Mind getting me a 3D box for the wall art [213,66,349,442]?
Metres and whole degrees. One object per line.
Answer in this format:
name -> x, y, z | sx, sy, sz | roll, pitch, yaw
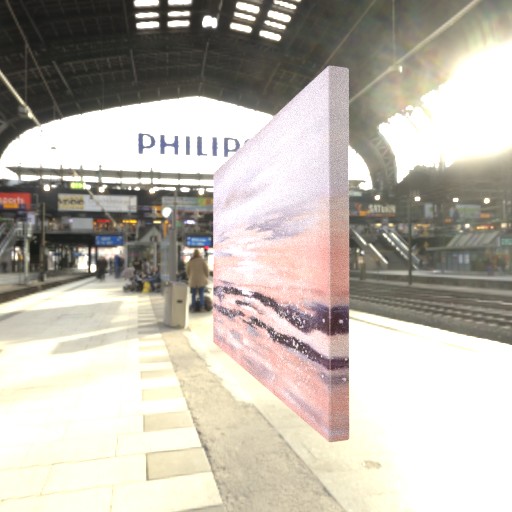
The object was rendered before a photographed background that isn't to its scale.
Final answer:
wall art -> 0.000, 0.000, 1.154 | 0.038, 0.609, 0.913 | 0, -1, -17
